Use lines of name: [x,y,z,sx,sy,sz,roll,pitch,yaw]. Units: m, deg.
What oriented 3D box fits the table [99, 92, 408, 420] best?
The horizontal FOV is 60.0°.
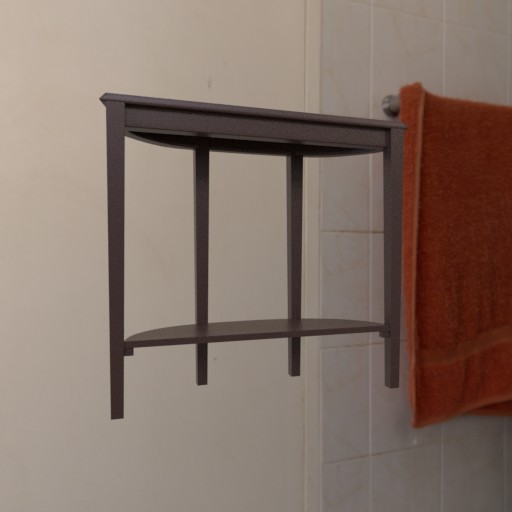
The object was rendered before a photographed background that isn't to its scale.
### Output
table: [0.000,0.000,1.382,0.909,0.831,0.274,0,1,-18]
